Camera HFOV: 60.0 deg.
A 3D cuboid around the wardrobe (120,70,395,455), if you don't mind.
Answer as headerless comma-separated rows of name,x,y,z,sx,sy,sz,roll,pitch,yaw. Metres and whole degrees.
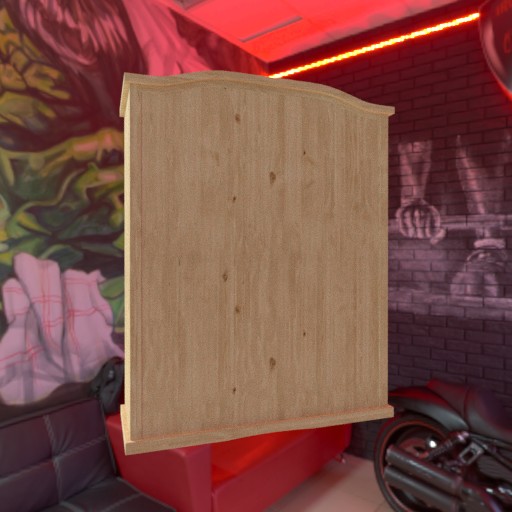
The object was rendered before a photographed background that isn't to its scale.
wardrobe,0.000,0.000,2.592,1.500,1.870,0.570,0,0,-19
